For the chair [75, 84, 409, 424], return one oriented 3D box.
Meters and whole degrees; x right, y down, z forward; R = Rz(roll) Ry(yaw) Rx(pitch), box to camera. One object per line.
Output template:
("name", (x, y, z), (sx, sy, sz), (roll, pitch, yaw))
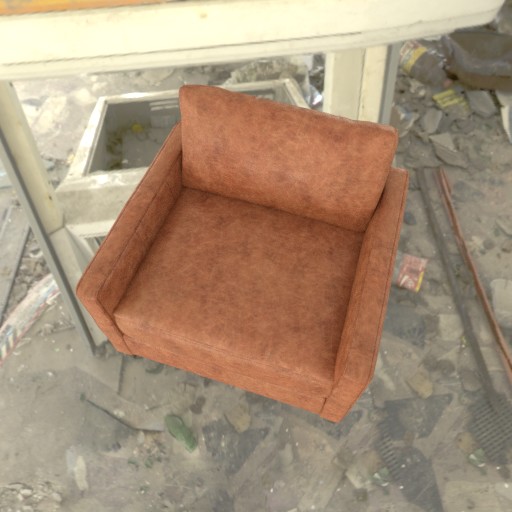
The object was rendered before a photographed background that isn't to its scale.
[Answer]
("chair", (0.000, 0.000, 1.665), (0.967, 0.869, 0.862), (15, 58, 10))
